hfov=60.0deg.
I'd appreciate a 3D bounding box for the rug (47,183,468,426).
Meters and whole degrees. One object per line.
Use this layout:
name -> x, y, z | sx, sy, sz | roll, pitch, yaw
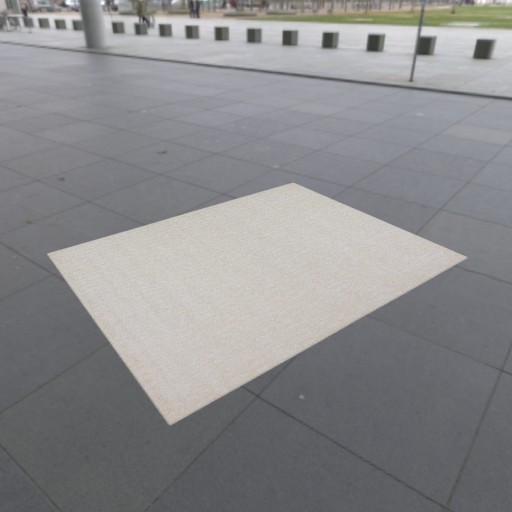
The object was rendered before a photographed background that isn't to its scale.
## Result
rug -> 0.000, 0.000, 4.091 | 3.055, 0.021, 2.410 | -21, 36, -32
